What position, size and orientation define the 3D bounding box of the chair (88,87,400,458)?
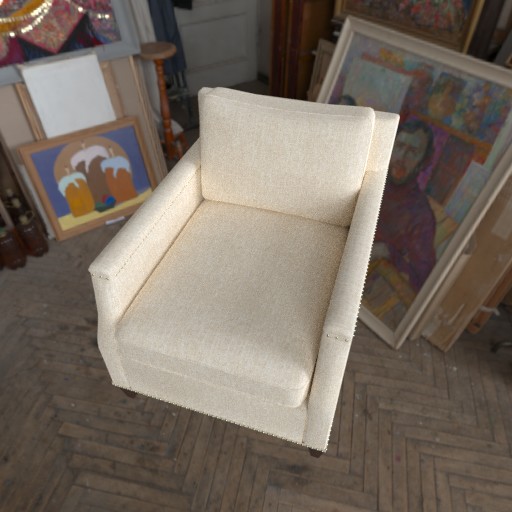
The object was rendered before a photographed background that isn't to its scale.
[{"bbox_3d":[0.000,0.000,1.718,0.838,0.940,1.041,13,45,13],"label":"chair"}]
